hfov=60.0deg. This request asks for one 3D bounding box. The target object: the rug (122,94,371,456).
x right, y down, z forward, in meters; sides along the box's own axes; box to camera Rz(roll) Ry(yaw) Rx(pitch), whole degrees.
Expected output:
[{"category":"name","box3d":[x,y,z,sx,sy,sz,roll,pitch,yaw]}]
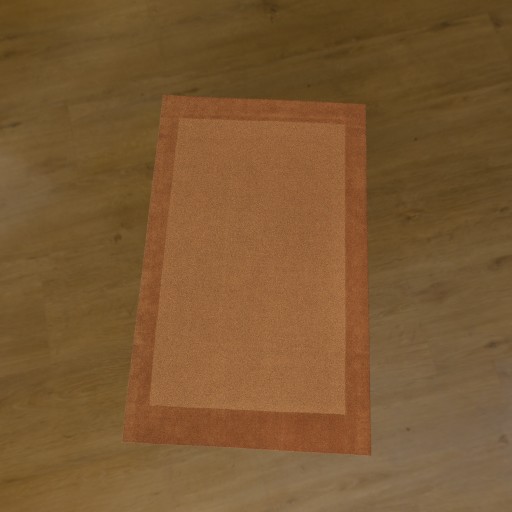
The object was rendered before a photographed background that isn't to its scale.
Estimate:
[{"category":"rug","box3d":[0.000,0.000,3.014,1.524,0.014,2.438,3,75,1]}]
